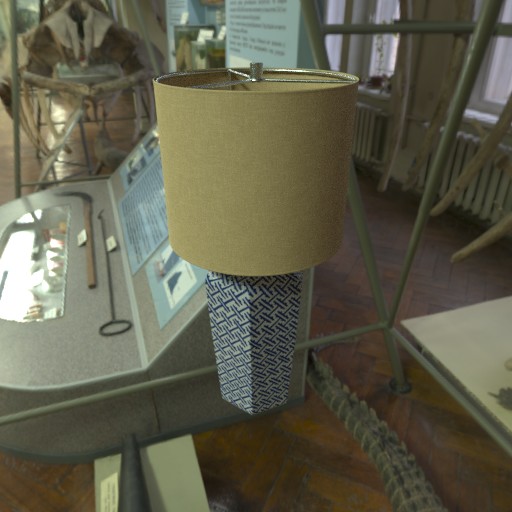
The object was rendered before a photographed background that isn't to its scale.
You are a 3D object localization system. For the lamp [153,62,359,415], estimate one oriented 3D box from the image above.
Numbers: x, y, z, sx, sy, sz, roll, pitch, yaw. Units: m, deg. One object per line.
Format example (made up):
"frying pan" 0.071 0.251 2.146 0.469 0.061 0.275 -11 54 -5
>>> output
"lamp" 0.000 0.000 0.851 0.320 0.682 0.320 -9 29 -17
